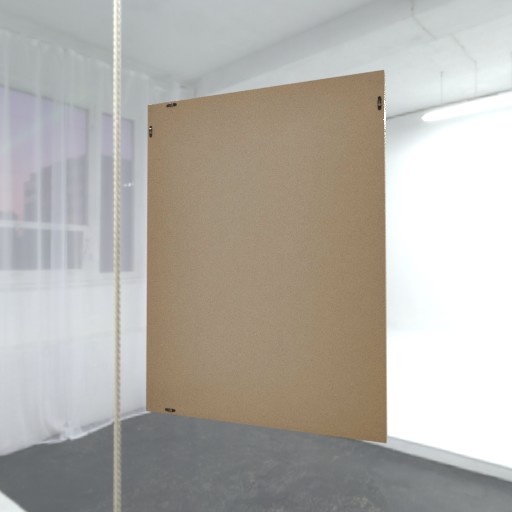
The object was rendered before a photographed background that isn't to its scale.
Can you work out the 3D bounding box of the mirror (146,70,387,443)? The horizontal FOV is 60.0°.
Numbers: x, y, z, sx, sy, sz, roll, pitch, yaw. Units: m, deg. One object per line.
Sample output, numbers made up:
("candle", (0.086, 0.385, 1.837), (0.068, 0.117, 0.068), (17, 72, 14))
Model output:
("mirror", (0.000, 0.000, 1.353), (0.762, 1.016, 0.041), (0, -1, 21))
